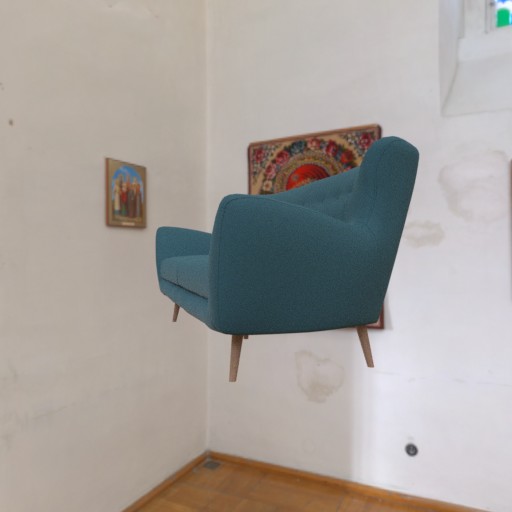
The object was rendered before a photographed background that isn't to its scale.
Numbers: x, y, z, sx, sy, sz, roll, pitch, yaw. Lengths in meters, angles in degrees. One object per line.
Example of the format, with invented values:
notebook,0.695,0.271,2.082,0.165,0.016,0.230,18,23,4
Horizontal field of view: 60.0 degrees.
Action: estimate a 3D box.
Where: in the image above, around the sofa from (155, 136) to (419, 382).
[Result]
sofa,0.000,0.000,2.388,0.889,0.890,1.930,0,0,-19
